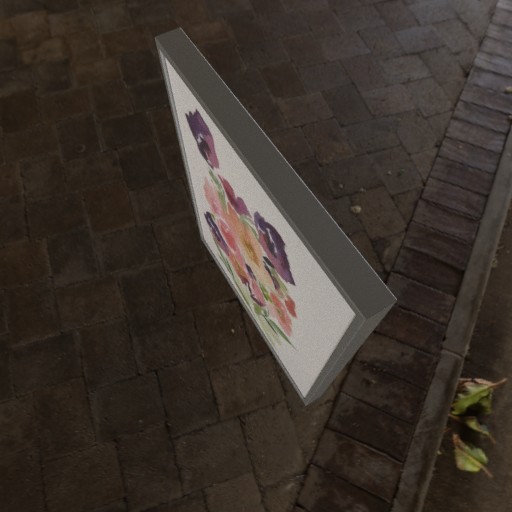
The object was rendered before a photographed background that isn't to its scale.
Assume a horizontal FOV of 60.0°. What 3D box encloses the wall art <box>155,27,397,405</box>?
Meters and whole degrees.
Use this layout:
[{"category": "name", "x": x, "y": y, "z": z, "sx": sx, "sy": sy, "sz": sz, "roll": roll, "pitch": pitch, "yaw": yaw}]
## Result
[{"category": "wall art", "x": 0.000, "y": 0.000, "z": 0.745, "sx": 0.038, "sy": 0.549, "sz": 0.452, "roll": -28, "pitch": 67, "yaw": -13}]
